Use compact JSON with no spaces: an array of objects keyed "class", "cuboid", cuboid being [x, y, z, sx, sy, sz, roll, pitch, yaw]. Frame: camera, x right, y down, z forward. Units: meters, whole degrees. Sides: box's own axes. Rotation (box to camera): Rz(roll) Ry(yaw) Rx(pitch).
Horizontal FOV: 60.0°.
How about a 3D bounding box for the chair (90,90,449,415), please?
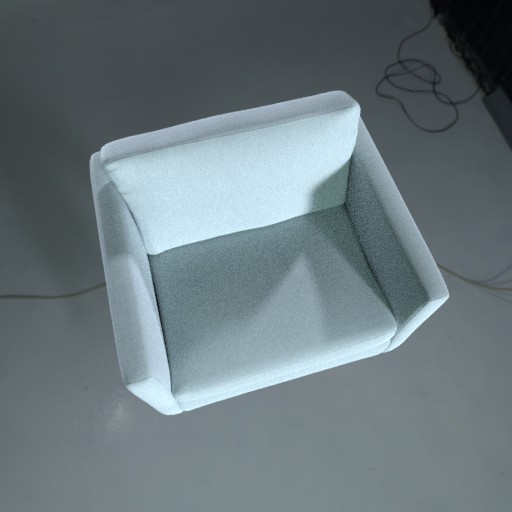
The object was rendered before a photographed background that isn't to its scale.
[{"class":"chair","cuboid":[0.000,0.000,1.810,1.107,0.961,0.953,-14,65,-7]}]
